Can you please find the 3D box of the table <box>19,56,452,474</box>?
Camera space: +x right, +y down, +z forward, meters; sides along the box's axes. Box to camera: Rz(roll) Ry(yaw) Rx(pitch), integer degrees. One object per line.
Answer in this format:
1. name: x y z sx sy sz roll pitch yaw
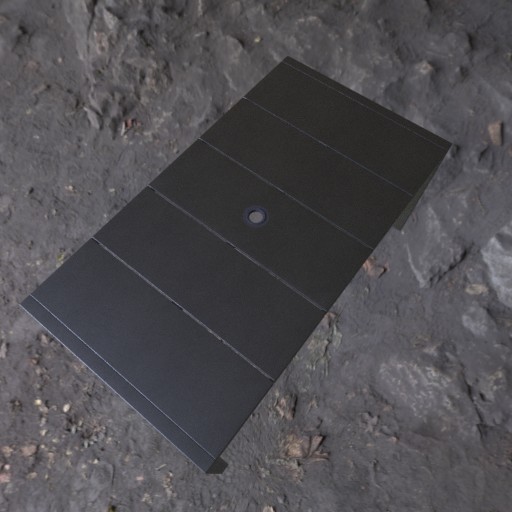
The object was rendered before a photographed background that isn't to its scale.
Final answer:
1. table: 0.000 0.000 2.134 0.914 0.735 1.680 35 69 16
